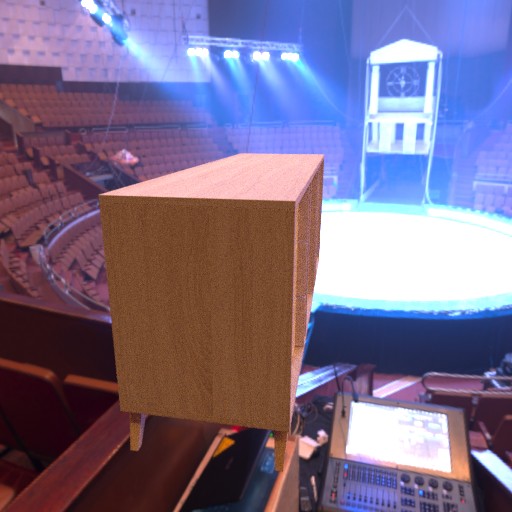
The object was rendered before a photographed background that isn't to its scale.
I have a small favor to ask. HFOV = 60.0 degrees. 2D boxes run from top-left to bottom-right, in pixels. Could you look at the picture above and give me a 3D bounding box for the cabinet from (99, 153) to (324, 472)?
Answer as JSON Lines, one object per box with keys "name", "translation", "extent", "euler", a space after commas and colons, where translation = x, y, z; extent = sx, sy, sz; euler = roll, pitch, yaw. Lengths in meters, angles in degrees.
{"name": "cabinet", "translation": [0.000, 0.000, 1.966], "extent": [0.500, 0.780, 1.649], "euler": [3, 17, 10]}
